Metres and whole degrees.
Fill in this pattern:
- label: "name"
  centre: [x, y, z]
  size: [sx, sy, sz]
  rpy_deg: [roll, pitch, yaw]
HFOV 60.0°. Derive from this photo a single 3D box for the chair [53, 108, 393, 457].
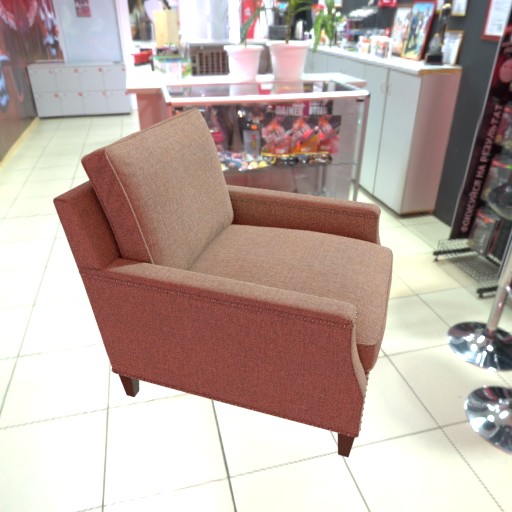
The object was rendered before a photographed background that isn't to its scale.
- label: "chair"
  centre: [0.000, 0.000, 1.693]
  size: [1.014, 0.943, 0.853]
  rpy_deg: [9, 31, 16]
